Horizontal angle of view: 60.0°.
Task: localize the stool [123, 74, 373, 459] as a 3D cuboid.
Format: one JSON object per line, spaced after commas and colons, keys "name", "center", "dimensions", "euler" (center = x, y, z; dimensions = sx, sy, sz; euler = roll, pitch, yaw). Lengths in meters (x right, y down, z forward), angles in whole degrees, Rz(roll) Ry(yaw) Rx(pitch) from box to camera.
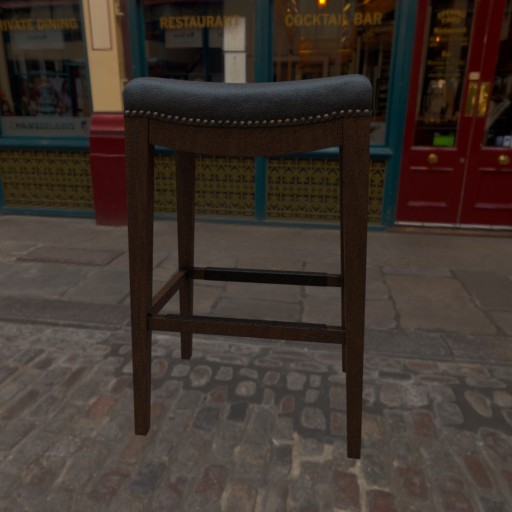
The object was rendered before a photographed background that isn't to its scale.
{"name": "stool", "center": [0.000, 0.000, 1.026], "dimensions": [0.500, 0.765, 0.361], "euler": [3, 17, 8]}
